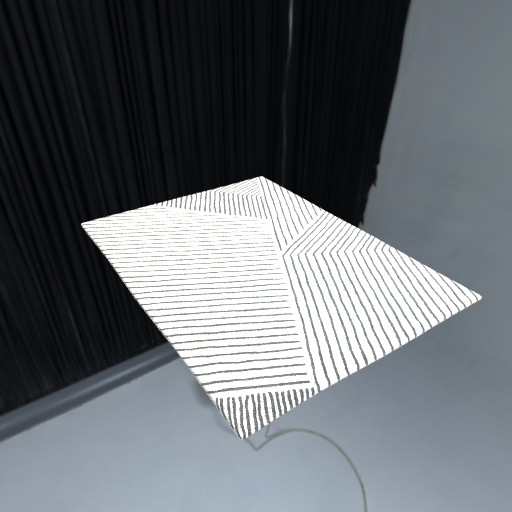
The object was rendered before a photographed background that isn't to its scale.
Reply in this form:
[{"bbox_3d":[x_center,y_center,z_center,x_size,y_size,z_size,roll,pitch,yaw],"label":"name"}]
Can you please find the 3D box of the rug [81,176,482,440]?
[{"bbox_3d":[0.000,0.000,3.232,1.829,0.028,2.449,-20,37,-29],"label":"rug"}]
